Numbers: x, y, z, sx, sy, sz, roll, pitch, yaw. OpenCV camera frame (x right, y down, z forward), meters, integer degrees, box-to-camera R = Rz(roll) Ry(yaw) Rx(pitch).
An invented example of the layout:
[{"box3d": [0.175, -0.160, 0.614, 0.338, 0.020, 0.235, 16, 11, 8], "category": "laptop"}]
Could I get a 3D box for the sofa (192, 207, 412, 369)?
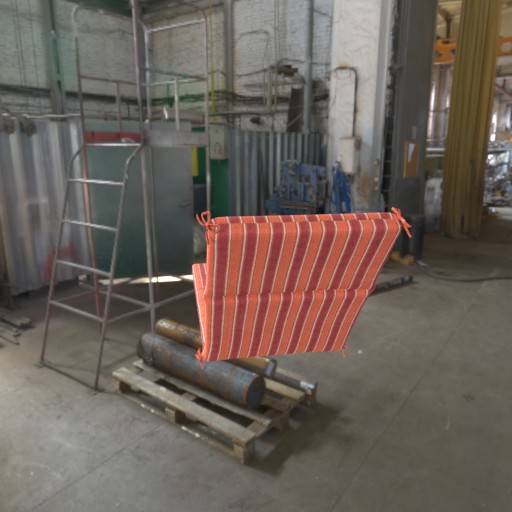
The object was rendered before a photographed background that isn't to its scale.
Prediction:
[{"box3d": [0.000, 0.000, 1.966, 0.582, 0.622, 1.663, -2, 14, -10], "category": "sofa"}]
